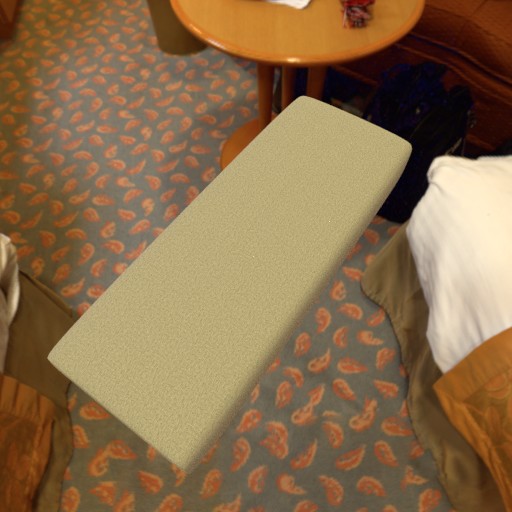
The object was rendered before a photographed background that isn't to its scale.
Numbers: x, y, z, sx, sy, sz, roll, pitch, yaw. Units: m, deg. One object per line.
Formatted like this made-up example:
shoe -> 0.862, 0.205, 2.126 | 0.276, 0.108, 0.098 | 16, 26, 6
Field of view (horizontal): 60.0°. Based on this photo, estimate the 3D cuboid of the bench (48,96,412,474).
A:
bench -> 0.000, 0.000, 1.841 | 0.631, 0.383, 1.598 | 31, 63, 17
